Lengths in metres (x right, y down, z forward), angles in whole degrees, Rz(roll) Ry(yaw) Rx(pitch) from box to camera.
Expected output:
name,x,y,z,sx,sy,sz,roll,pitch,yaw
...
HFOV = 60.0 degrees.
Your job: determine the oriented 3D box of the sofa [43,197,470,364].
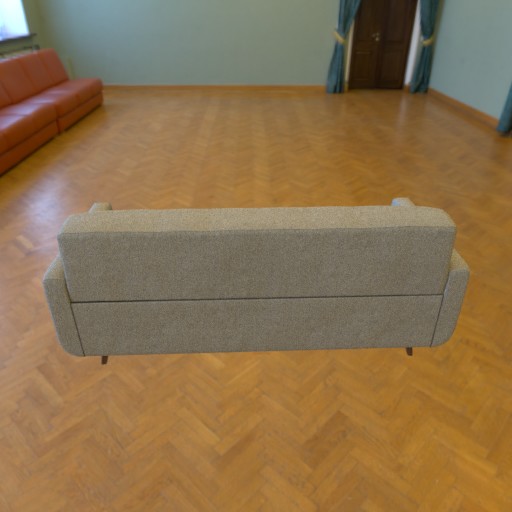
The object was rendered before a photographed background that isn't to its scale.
name,x,y,z,sx,sy,sz,roll,pitch,yaw
sofa,0.000,0.000,2.596,2.055,0.873,0.968,-1,30,-2
